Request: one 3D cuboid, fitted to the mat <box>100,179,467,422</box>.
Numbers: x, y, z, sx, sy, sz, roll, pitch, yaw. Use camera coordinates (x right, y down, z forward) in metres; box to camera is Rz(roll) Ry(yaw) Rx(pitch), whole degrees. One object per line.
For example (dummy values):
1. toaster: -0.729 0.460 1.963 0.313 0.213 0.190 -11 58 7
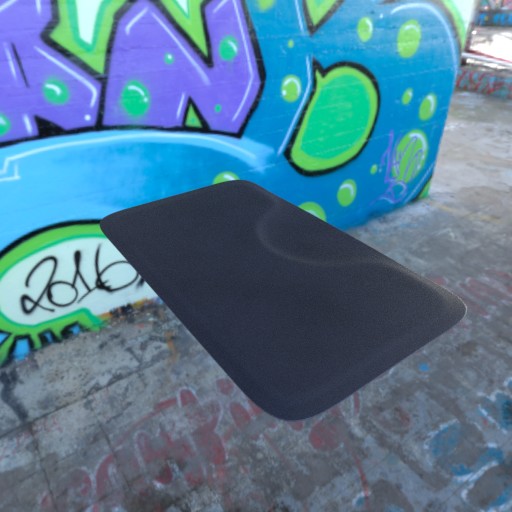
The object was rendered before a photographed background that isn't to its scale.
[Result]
1. mat: 0.000 0.000 1.898 0.918 0.013 1.524 -21 38 -30
